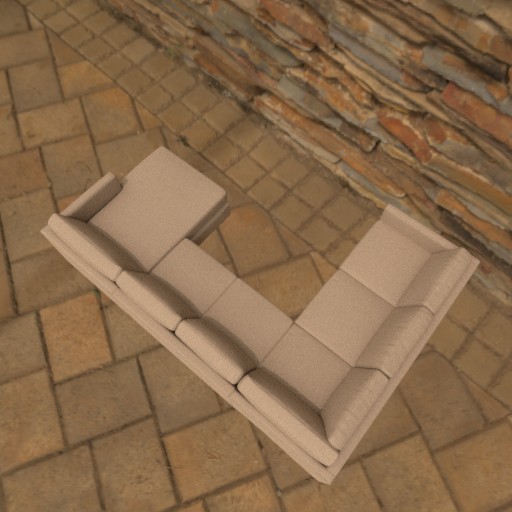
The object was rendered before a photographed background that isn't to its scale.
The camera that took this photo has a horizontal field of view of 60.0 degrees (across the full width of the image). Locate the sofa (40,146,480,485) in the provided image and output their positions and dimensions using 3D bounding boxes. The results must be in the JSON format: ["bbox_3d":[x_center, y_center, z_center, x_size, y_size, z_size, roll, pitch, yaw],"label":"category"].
[{"bbox_3d":[0.000,0.000,4.424,3.460,0.882,2.427,37,70,16],"label":"sofa"}]
